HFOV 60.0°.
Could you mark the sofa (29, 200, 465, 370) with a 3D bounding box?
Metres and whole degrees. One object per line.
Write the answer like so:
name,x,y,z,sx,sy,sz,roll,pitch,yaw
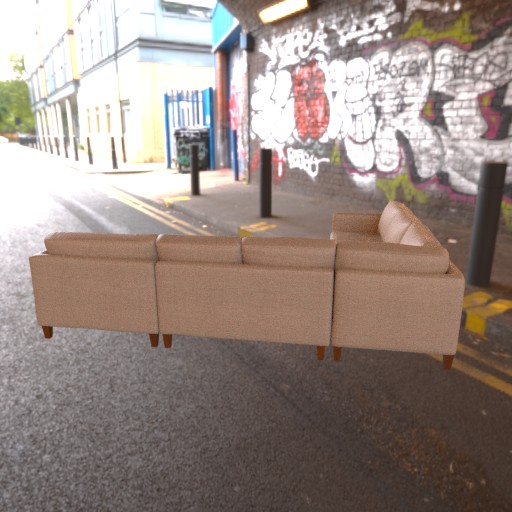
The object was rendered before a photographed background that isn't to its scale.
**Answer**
sofa,0.000,0.000,4.670,3.460,0.961,2.594,3,16,9
